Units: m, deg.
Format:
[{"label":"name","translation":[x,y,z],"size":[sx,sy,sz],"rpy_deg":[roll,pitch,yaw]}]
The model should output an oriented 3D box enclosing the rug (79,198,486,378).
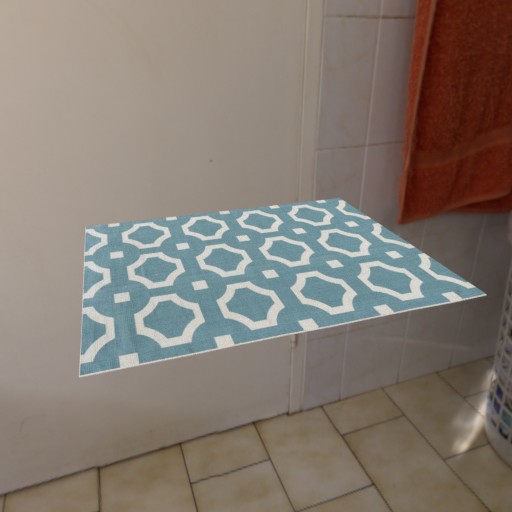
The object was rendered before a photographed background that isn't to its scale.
[{"label":"rug","translation":[0.000,0.000,4.139],"size":[3.049,0.021,2.466],"rpy_deg":[-8,27,-16]}]
